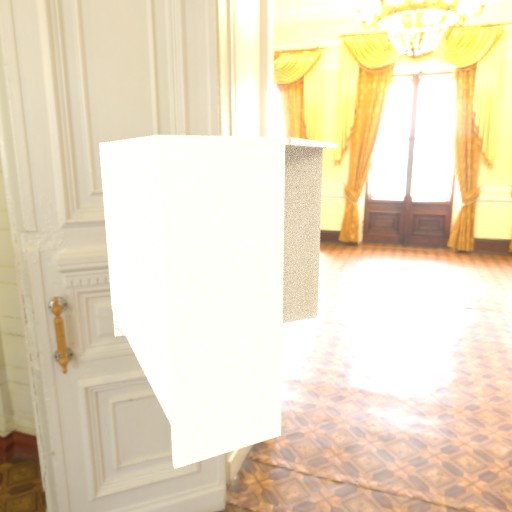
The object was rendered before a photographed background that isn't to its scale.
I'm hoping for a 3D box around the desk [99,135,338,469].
[{"bbox_3d":[0.000,0.000,1.639,0.926,0.818,0.940,-6,15,-25],"label":"desk"}]
